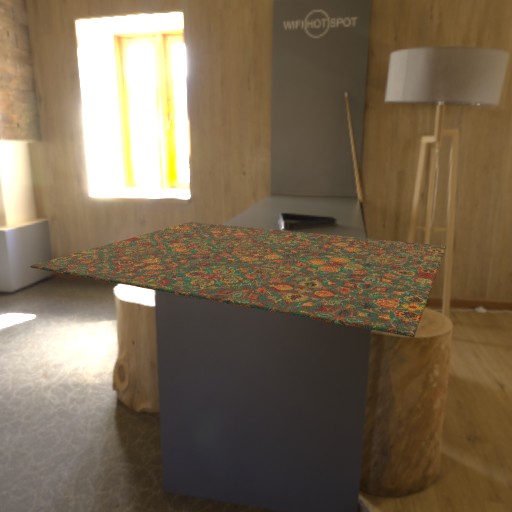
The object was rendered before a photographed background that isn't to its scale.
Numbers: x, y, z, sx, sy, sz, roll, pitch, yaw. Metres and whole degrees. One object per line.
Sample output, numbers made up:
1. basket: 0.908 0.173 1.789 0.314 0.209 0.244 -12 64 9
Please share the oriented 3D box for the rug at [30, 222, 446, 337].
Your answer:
1. rug: 0.000 0.000 4.231 3.204 0.025 2.434 7 16 26
